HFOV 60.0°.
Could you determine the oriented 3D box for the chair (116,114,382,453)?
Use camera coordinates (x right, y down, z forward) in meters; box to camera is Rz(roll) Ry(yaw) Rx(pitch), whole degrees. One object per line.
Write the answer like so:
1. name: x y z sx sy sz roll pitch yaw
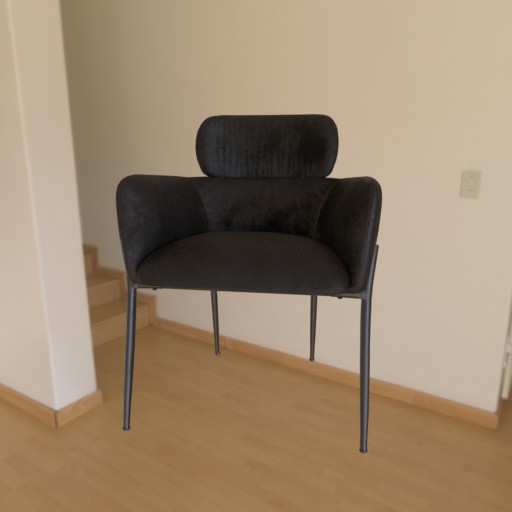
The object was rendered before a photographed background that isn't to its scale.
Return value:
1. chair: 0.000 0.000 1.279 0.640 0.818 0.604 2 14 8
